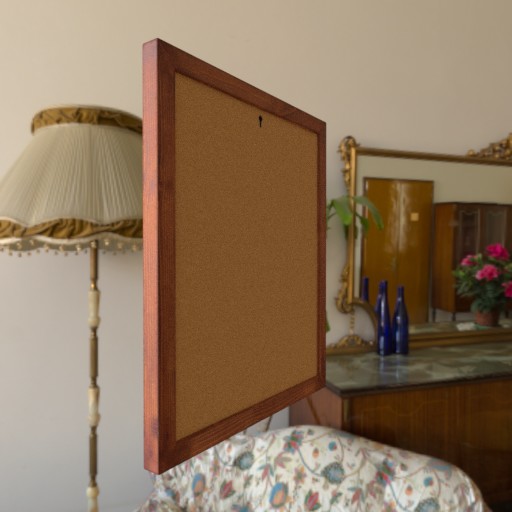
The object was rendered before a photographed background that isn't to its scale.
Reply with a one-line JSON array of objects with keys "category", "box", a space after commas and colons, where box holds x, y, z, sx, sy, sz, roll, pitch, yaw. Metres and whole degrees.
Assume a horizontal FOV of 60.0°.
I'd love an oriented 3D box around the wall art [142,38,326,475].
[{"category": "wall art", "box": [0.000, 0.000, 0.758, 0.030, 0.558, 0.462, 0, 1, 36]}]
